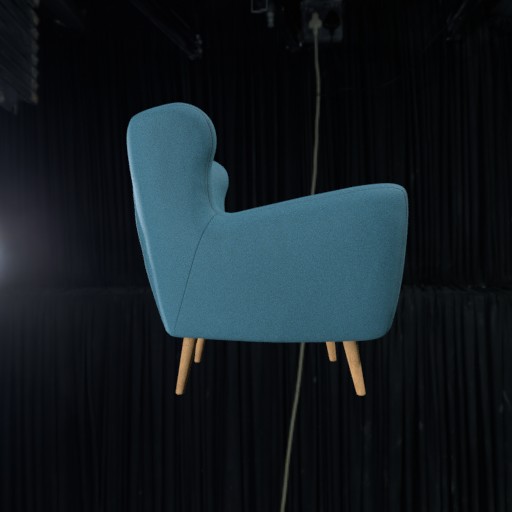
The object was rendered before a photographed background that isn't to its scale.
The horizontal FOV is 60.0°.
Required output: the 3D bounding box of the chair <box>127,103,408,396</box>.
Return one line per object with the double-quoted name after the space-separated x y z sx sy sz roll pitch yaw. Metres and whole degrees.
0.000 0.000 1.660 0.889 0.889 0.890 0 -1 0 "chair"
